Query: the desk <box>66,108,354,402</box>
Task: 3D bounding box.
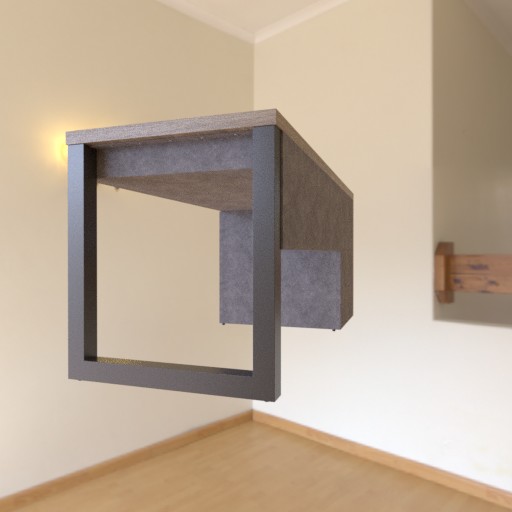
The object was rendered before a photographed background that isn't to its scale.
[{"bbox_3d":[0.000,0.000,2.044,0.690,0.760,1.700,0,0,19],"label":"desk"}]
